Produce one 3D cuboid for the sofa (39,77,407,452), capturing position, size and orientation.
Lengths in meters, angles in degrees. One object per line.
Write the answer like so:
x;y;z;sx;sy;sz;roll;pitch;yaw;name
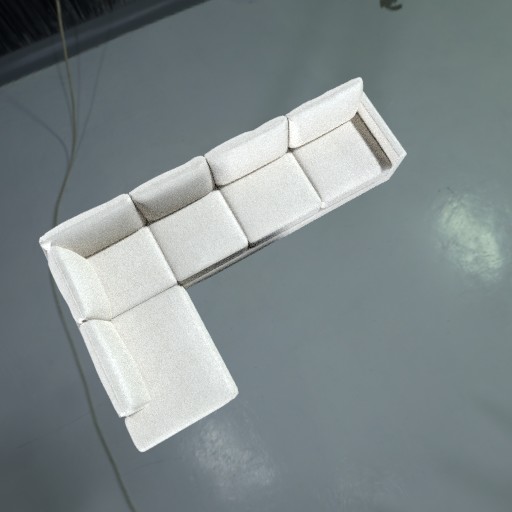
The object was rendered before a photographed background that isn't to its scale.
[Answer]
0.000;0.000;4.147;3.384;0.996;2.048;-28;78;-7;sofa
